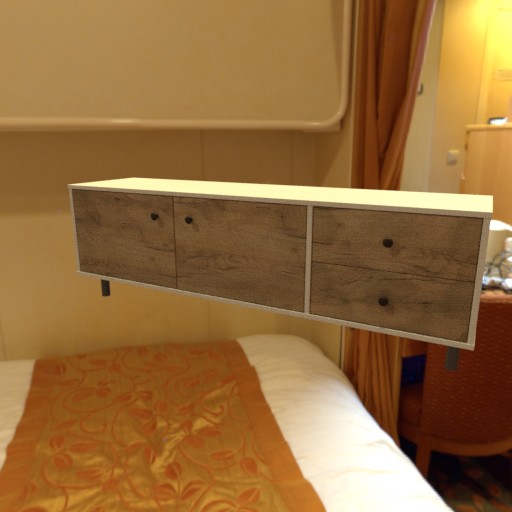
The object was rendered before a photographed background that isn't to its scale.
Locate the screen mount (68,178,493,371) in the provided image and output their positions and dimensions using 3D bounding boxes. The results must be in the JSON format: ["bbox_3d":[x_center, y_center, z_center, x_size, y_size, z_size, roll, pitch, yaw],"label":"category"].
[{"bbox_3d":[0.000,0.000,1.752,1.600,0.520,0.418,8,17,26],"label":"screen mount"}]
